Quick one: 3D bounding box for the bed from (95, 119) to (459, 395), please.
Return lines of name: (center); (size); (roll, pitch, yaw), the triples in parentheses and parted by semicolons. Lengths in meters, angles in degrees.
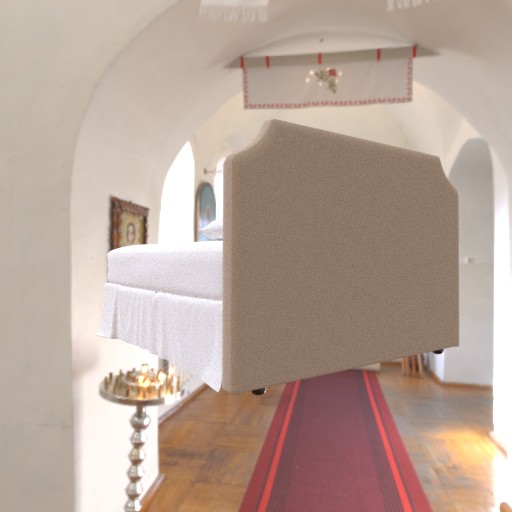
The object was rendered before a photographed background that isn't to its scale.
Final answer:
bed: (0.000, 0.000, 3.342); (1.828, 1.301, 2.204); (0, 0, -36)
